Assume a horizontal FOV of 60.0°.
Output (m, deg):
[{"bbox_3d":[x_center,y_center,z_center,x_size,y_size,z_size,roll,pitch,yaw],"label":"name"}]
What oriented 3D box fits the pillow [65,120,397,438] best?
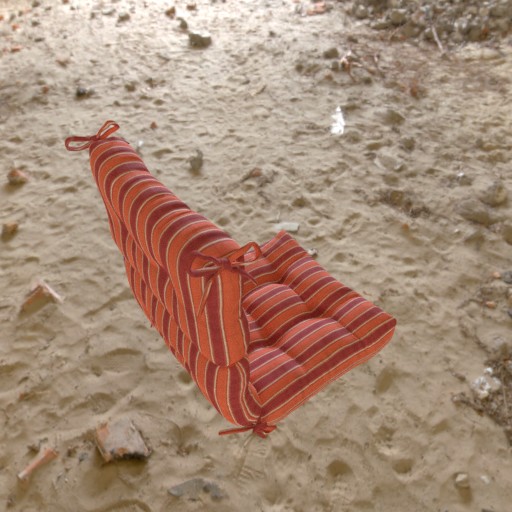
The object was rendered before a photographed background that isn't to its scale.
[{"bbox_3d":[0.000,0.000,1.013,0.571,0.605,0.519,-26,47,-27],"label":"pillow"}]
